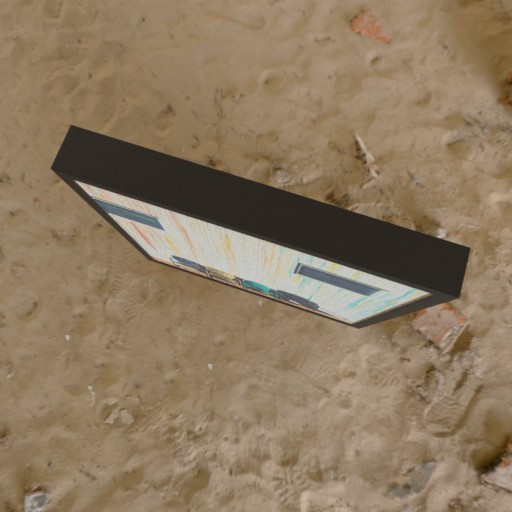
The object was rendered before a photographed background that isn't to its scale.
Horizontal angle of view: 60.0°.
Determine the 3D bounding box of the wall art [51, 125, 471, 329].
[{"bbox_3d":[0.000,0.000,0.464,0.304,0.304,0.038,18,77,4],"label":"wall art"}]
